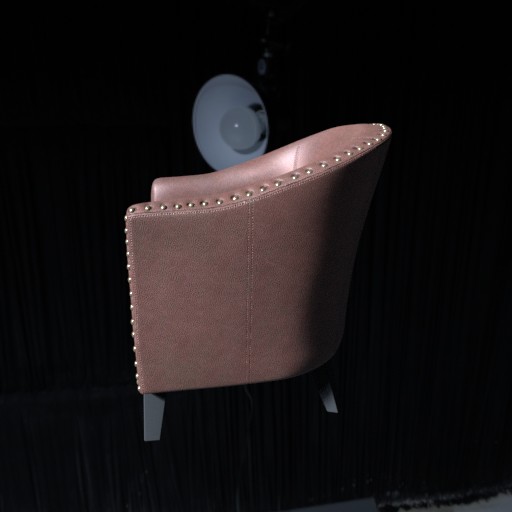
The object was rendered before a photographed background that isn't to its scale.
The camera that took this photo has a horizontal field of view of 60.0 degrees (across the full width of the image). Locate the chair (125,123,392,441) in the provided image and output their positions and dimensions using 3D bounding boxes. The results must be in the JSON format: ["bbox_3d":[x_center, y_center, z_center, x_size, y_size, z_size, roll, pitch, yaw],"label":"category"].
[{"bbox_3d":[0.000,0.000,1.436,0.748,0.823,0.794,-2,15,-8],"label":"chair"}]
